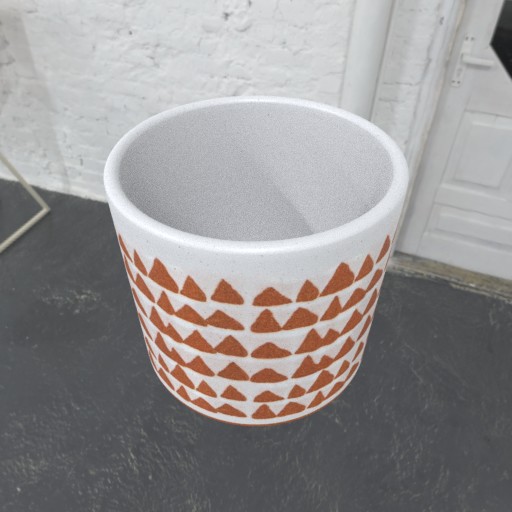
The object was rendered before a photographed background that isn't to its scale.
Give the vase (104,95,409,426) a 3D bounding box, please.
[{"bbox_3d":[0.000,0.000,0.245,0.137,0.127,0.137,0,41,0],"label":"vase"}]
